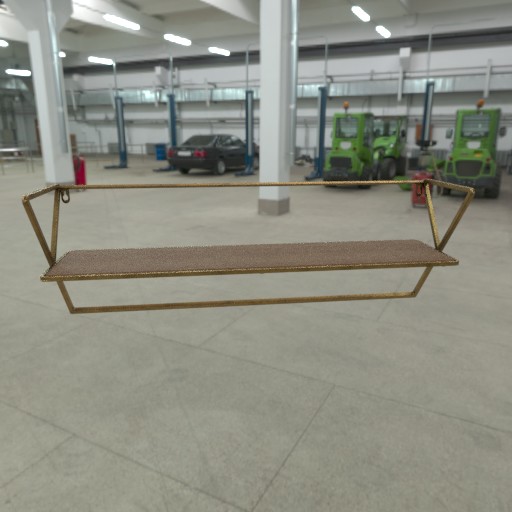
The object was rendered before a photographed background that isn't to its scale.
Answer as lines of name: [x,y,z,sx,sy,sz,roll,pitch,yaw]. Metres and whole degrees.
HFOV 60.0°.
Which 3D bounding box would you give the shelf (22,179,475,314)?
shelf: [0.000,0.000,0.728,0.645,0.229,0.150,-2,16,-7]
